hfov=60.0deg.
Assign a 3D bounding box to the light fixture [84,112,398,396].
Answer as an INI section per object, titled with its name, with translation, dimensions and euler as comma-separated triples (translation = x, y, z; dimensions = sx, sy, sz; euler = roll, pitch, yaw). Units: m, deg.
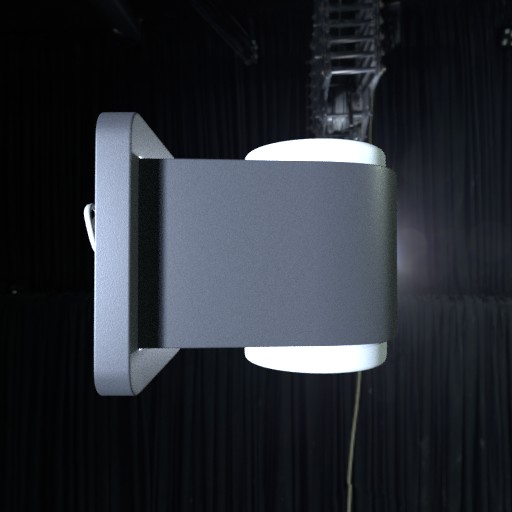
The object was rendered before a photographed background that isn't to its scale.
[light fixture]
translation = 0.000, 0.000, 0.214
dimensions = 0.132, 0.109, 0.109
euler = 0, -1, 0
